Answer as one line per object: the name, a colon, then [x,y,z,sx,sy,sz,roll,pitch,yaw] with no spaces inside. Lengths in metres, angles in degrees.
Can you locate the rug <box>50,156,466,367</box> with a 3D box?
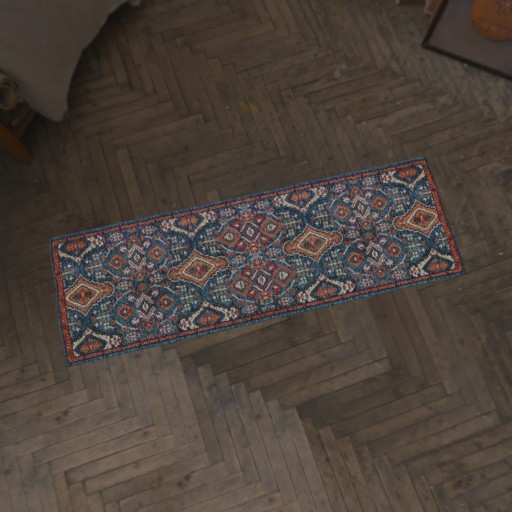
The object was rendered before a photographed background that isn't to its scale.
rug: [0.000,0.000,2.724,2.459,0.010,0.801,-13,77,-3]
